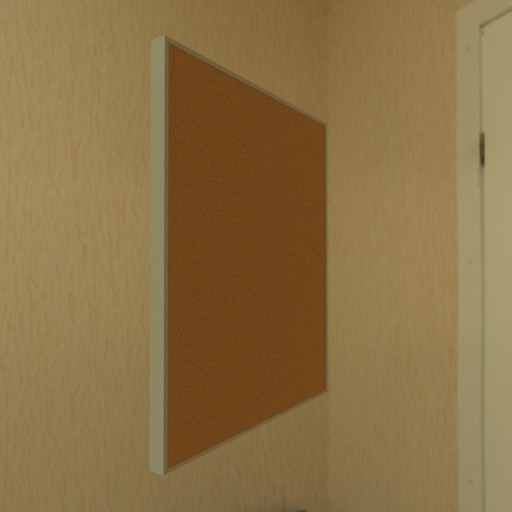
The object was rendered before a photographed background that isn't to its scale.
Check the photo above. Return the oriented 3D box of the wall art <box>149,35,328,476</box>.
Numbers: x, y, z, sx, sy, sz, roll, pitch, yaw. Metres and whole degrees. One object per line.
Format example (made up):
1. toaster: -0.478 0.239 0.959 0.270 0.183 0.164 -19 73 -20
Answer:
1. wall art: 0.000 0.000 1.030 0.055 0.763 0.611 -1 -1 36
